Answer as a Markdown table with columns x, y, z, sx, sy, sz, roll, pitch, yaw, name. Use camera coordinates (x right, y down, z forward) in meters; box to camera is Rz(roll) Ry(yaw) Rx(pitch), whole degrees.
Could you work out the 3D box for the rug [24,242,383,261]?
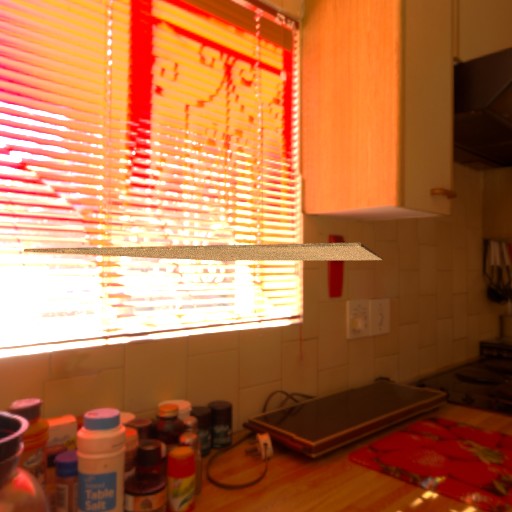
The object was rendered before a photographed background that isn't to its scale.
| x | y | z | sx | sy | sz | roll | pitch | yaw | name |
| --- | --- | --- | --- | --- | --- | --- | --- | --- | --- |
| 0.000 | 0.000 | 2.306 | 1.208 | 0.012 | 1.819 | -1 | -2 | 18 | rug |
